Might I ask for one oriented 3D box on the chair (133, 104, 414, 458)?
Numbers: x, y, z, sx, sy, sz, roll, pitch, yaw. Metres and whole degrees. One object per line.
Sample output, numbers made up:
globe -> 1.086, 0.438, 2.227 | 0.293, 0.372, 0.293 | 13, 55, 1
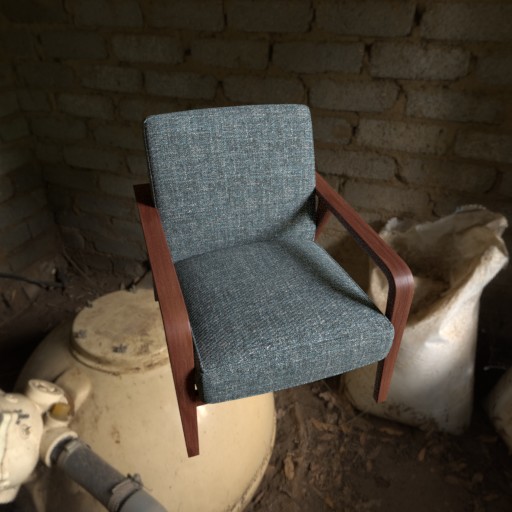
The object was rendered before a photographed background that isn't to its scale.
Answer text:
chair -> 0.000, 0.000, 1.529 | 0.719, 0.864, 0.889 | -10, 34, -15
